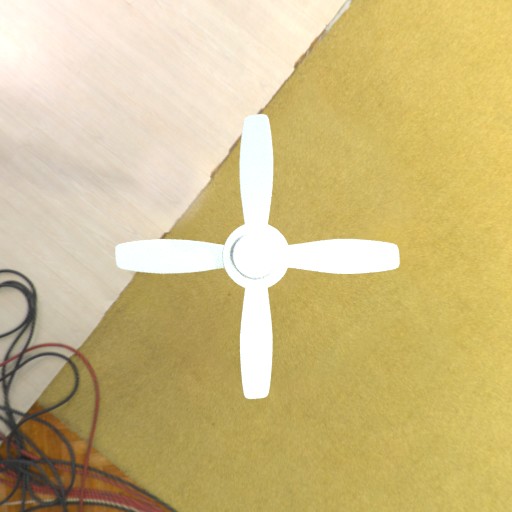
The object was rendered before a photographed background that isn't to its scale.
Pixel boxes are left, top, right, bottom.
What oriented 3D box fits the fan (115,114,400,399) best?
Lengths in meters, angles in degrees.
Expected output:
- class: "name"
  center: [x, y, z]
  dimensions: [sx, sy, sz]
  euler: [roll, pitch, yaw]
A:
- class: "fan"
  center: [0.000, 0.000, 2.542]
  dimensions: [1.693, 0.382, 1.694]
  euler: [0, 89, 1]
